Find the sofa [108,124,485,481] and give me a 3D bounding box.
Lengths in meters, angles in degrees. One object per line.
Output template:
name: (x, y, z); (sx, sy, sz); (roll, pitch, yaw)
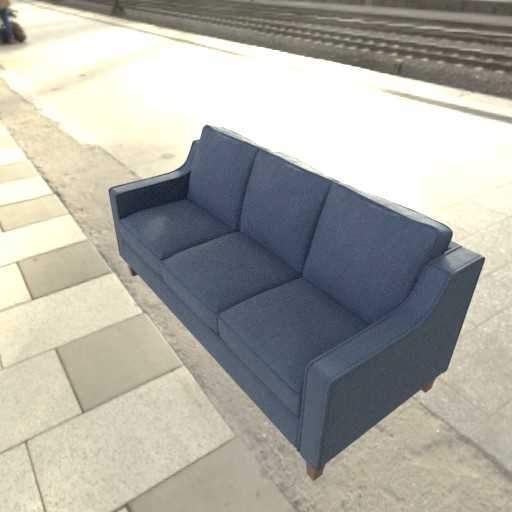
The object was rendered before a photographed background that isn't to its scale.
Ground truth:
sofa: (0.000, 0.000, 2.455); (0.911, 0.974, 1.986); (-22, 39, -30)
